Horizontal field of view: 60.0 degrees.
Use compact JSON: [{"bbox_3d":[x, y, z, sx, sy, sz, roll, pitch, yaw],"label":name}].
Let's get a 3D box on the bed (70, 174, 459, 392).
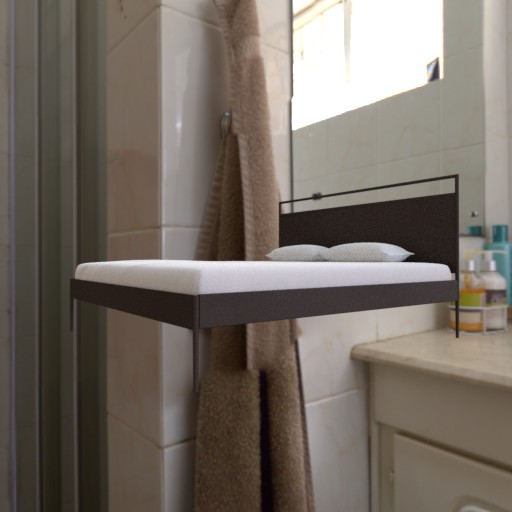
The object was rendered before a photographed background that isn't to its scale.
[{"bbox_3d":[0.000,0.000,3.320,2.151,1.173,1.993,0,0,-37],"label":"bed"}]
